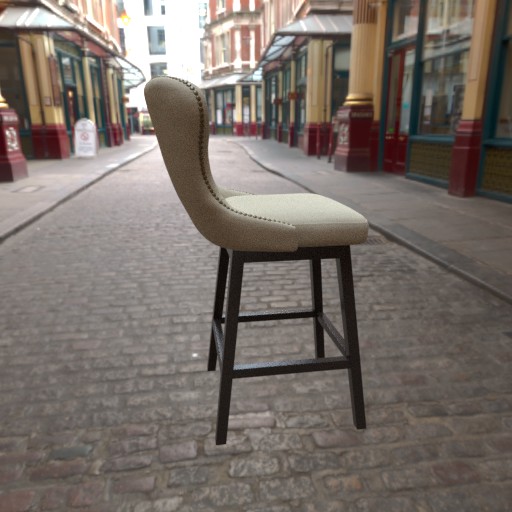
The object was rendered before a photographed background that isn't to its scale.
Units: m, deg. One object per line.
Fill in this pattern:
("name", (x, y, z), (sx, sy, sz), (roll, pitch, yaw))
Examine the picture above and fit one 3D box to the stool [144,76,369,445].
("stool", (0.000, 0.000, 1.333), (0.593, 0.971, 0.528), (-3, 16, -9))
